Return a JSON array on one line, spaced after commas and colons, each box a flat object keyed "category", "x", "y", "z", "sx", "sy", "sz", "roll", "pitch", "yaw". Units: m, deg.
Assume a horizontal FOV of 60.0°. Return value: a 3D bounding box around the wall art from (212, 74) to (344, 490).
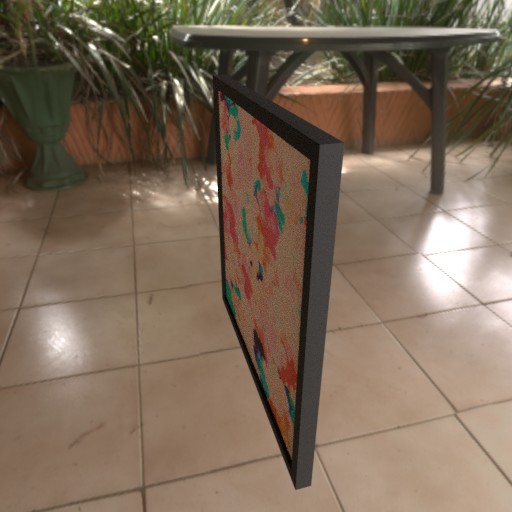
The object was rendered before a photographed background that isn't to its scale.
[{"category": "wall art", "x": 0.000, "y": 0.000, "z": 0.445, "sx": 0.015, "sy": 0.304, "sz": 0.306, "roll": -8, "pitch": 30, "yaw": -14}]
